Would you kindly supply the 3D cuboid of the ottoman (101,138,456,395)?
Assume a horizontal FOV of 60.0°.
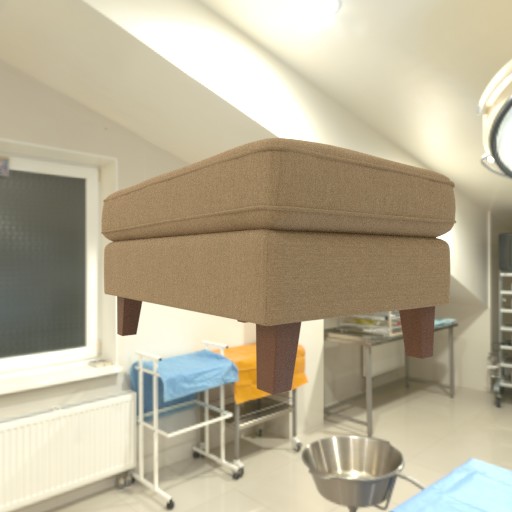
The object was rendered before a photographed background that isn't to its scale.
[{"bbox_3d":[0.000,0.000,1.314,0.636,0.521,0.945,0,0,-37],"label":"ottoman"}]
